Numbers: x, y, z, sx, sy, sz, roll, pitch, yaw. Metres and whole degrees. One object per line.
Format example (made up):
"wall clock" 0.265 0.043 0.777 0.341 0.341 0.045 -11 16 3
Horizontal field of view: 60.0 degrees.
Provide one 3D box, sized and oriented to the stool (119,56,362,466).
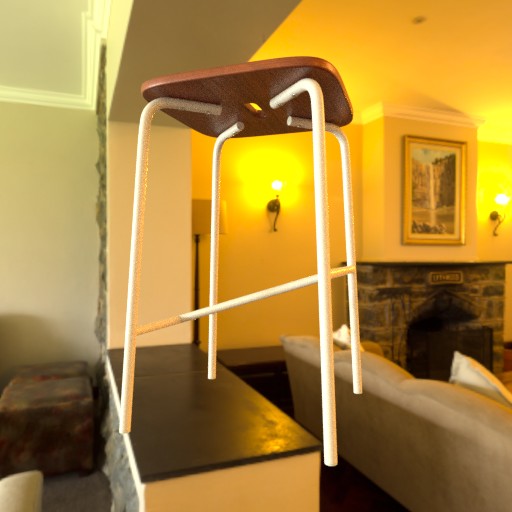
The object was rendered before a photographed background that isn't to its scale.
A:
"stool" 0.000 0.000 0.879 0.376 0.610 0.376 0 0 19
